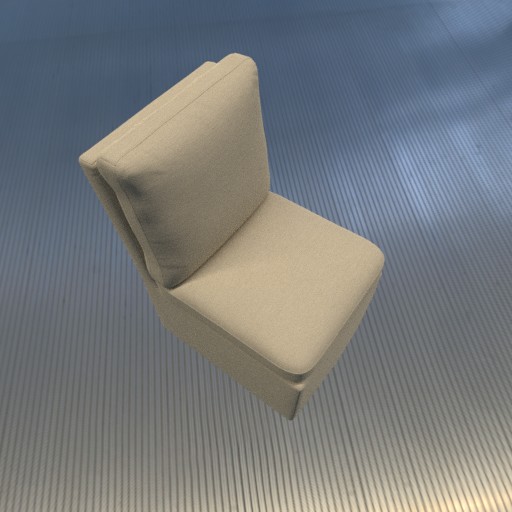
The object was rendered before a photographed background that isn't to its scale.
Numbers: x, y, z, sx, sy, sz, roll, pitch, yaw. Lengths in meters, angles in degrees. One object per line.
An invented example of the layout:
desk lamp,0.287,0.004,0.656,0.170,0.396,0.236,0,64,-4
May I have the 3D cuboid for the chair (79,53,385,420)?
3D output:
chair,0.000,0.000,1.344,0.698,0.927,0.503,32,62,19
